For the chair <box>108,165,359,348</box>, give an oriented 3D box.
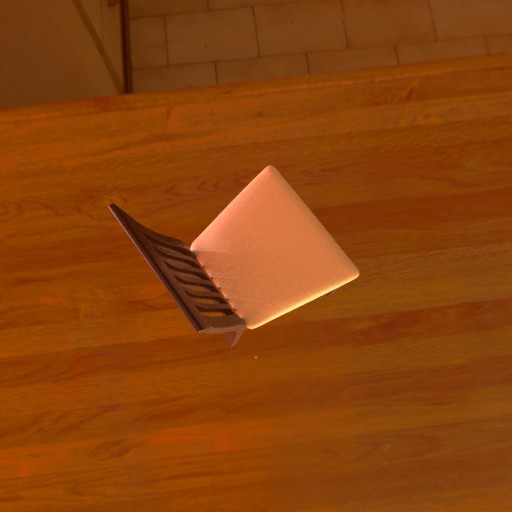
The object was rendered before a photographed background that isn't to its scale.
[{"bbox_3d":[0.000,0.000,1.326,0.474,1.027,0.460,-36,80,-8],"label":"chair"}]
